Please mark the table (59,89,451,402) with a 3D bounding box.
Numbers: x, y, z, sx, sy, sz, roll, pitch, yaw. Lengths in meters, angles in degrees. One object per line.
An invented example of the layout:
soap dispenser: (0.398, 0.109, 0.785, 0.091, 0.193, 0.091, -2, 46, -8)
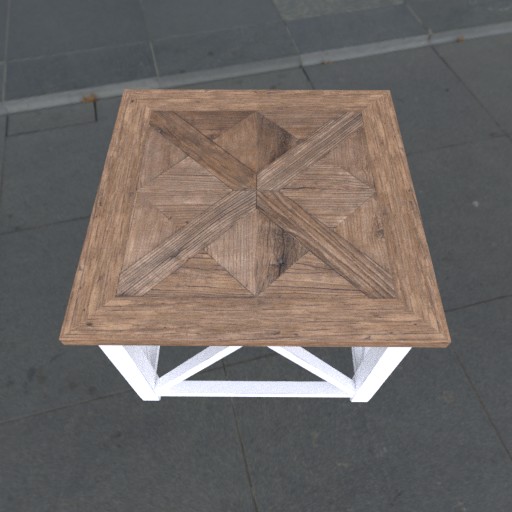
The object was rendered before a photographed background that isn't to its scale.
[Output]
table: (0.000, 0.000, 1.201, 0.700, 0.532, 0.700, 0, 57, 0)
